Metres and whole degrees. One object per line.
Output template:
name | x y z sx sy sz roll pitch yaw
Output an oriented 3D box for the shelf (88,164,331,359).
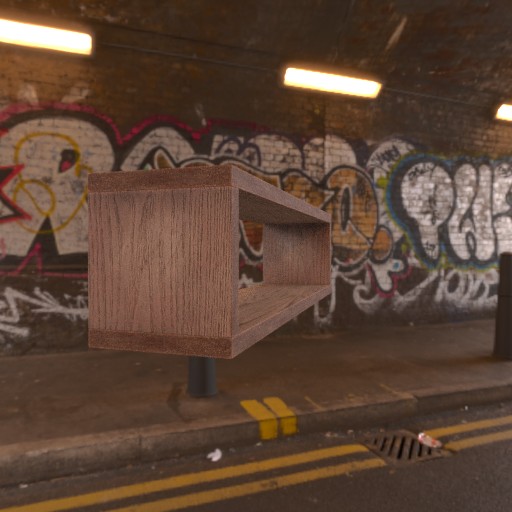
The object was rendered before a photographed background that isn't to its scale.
shelf | 0.000 0.000 0.700 0.150 0.170 0.610 0 1 18
